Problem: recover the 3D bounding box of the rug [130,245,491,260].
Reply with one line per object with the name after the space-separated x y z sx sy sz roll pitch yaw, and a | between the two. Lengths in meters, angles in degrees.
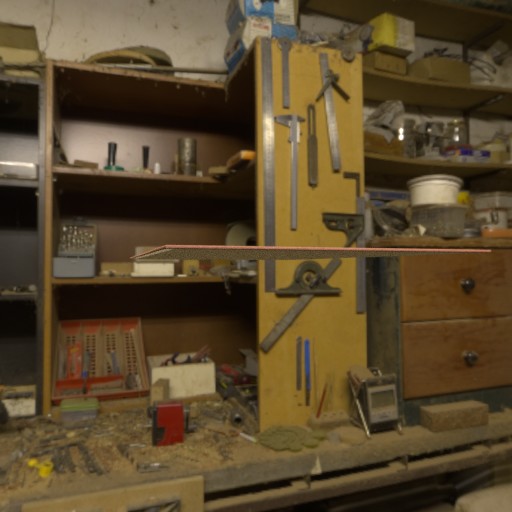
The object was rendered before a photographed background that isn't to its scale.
0.000 0.000 3.003 1.524 0.014 2.438 0 -1 -19 | rug
